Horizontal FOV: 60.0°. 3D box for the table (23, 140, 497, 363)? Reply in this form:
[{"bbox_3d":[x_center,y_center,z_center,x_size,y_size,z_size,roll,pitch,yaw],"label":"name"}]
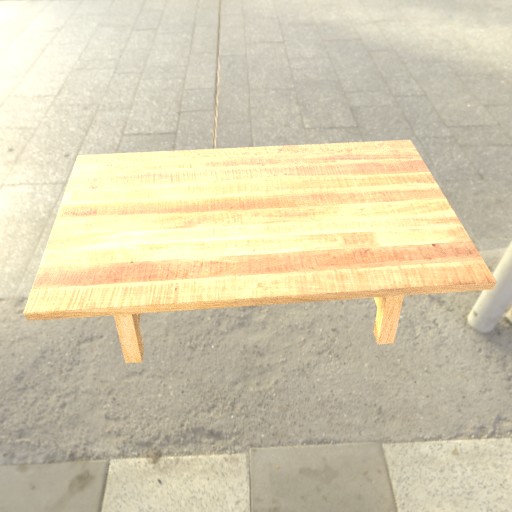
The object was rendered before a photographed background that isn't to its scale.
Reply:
[{"bbox_3d":[0.000,0.000,1.655,1.320,0.455,0.760,-3,46,-3],"label":"table"}]
